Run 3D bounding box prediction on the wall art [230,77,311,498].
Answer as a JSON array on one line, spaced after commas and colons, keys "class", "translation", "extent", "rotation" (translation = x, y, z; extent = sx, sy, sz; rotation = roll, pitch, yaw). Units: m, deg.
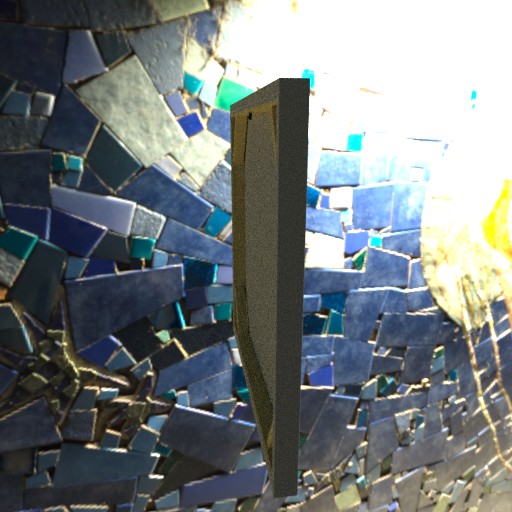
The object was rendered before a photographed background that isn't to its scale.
[{"class": "wall art", "translation": [0.000, 0.000, 0.897], "extent": [0.038, 0.610, 0.610], "rotation": [-2, 16, -8]}]
